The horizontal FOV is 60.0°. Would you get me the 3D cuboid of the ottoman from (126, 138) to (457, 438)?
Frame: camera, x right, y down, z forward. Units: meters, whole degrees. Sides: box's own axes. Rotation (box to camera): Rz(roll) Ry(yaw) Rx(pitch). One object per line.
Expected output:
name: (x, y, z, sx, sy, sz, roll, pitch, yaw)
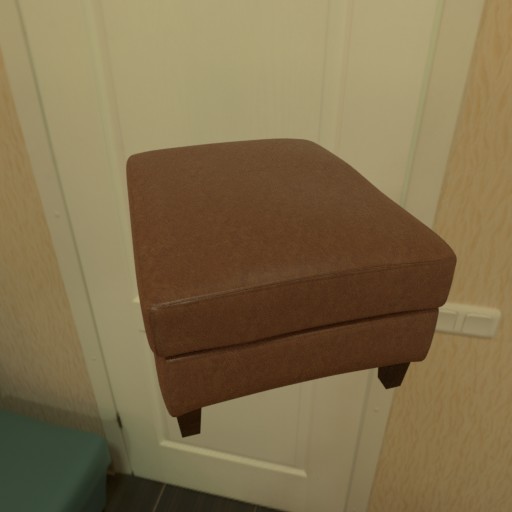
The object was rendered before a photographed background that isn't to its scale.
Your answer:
ottoman: (0.000, 0.000, 1.262, 0.650, 0.485, 0.851, -8, 32, -13)
